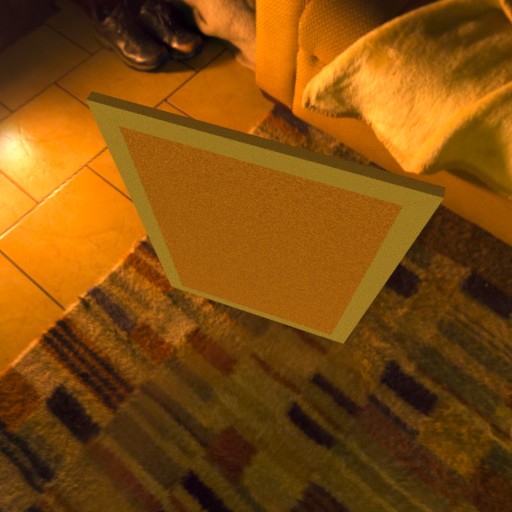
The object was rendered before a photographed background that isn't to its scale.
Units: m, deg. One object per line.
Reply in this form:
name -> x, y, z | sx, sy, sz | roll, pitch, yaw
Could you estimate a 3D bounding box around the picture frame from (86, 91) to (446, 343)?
picture frame -> 0.000, 0.000, 0.591 | 0.326, 0.459, 0.011 | 17, 65, 8
